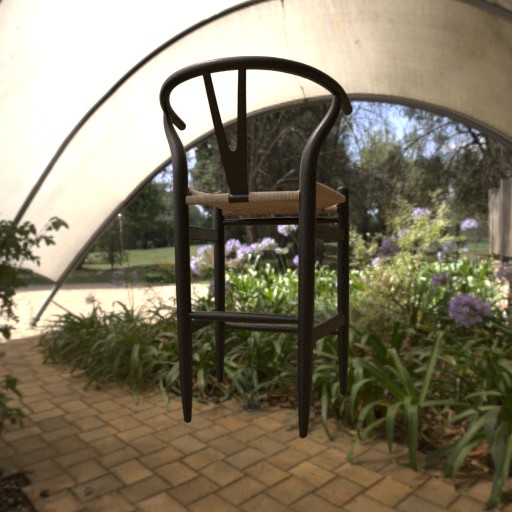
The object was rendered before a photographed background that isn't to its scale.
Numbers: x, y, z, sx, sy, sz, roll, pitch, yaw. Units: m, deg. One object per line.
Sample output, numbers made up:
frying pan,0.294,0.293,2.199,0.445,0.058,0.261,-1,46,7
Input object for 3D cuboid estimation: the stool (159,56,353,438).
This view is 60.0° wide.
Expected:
stool,0.000,0.000,1.349,0.569,0.970,0.579,0,1,18
